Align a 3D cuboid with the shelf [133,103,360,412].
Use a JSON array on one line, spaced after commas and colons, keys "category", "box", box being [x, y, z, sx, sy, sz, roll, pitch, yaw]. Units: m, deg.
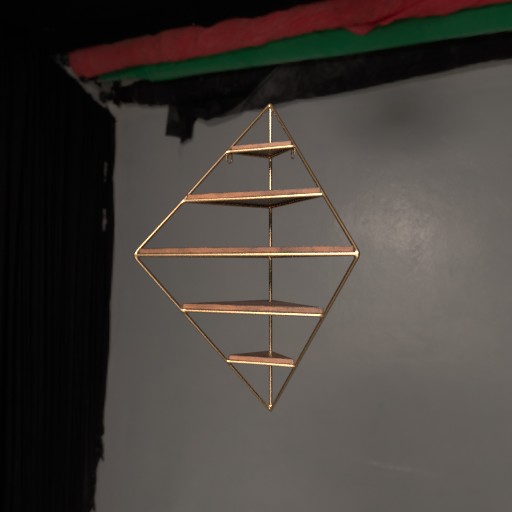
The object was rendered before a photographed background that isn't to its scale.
[{"category": "shelf", "box": [0.000, 0.000, 1.180, 0.564, 0.913, 0.294, 0, -1, 18]}]
